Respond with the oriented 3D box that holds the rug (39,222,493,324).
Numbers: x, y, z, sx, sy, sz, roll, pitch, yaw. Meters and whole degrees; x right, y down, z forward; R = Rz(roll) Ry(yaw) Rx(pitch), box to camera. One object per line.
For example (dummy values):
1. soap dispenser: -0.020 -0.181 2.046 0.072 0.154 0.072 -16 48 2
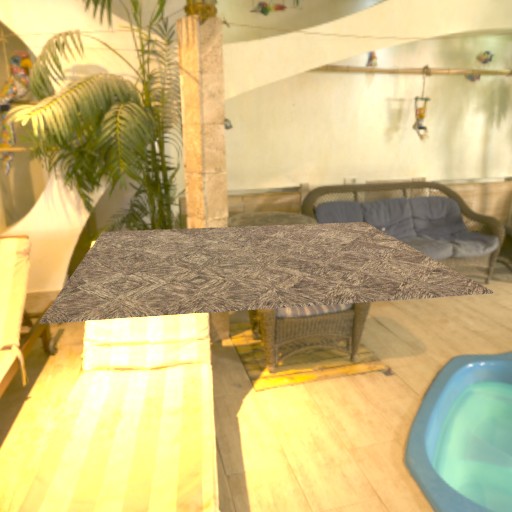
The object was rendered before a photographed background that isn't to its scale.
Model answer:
1. rug: 0.000 0.000 4.199 3.204 0.017 2.448 -3 17 -9
